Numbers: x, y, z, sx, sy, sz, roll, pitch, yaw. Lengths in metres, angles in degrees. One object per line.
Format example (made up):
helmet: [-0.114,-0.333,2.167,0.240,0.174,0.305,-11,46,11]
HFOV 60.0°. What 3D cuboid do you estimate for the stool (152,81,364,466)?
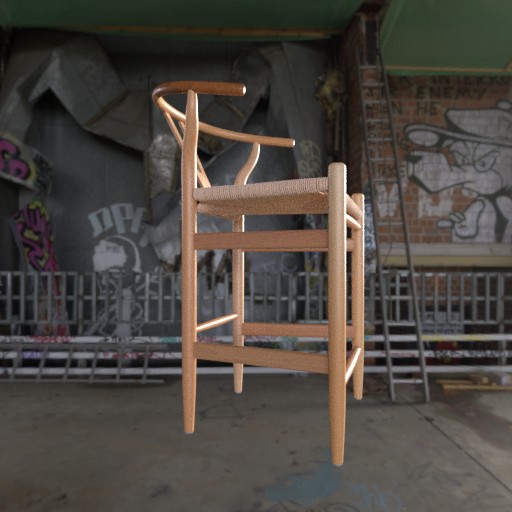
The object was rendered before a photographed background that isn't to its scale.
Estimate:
stool: [0.000,0.000,1.294,0.575,0.923,0.536,0,0,18]
